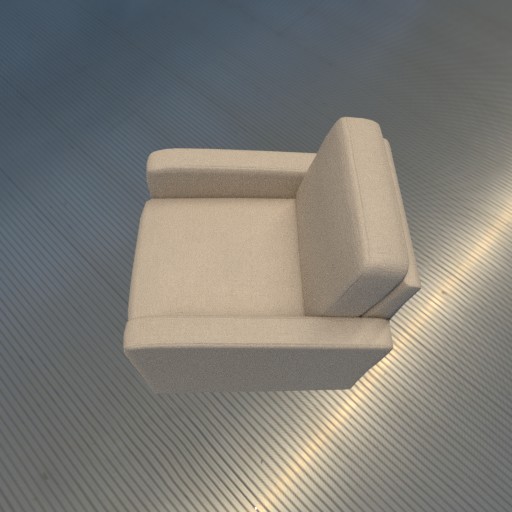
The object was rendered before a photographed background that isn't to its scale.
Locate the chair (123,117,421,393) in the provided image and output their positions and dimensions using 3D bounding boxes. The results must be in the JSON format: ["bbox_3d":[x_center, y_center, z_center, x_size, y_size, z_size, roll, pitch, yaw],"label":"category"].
[{"bbox_3d":[0.000,0.000,1.564,0.888,0.827,0.755,-1,60,-1],"label":"chair"}]
